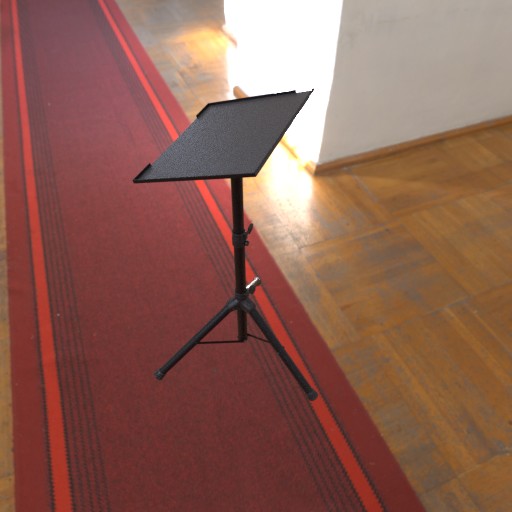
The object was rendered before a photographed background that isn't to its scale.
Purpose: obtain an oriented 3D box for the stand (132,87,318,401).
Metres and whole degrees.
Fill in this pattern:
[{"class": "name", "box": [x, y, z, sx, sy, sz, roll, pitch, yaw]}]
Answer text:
[{"class": "stand", "box": [0.000, 0.000, 1.659, 0.702, 1.198, 0.702, 17, 49, 15]}]
